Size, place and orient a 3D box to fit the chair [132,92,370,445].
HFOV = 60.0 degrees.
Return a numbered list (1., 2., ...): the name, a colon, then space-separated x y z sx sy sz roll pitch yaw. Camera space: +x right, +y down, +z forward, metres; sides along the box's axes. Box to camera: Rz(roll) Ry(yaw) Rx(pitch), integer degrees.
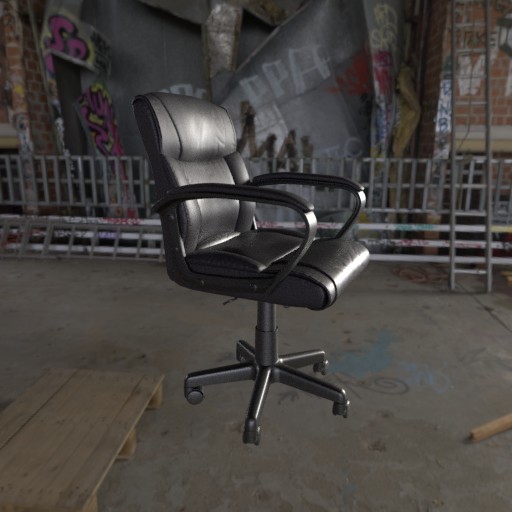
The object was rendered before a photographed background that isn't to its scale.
1. chair: 0.000 0.000 1.411 0.641 0.998 0.576 7 16 25
